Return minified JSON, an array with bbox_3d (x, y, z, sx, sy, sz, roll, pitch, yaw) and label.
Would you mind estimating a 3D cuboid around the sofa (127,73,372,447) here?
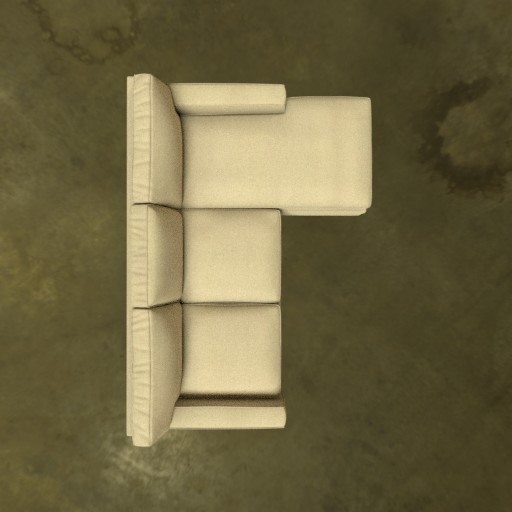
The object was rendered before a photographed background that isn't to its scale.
[{"bbox_3d":[0.000,0.000,2.795,1.496,0.861,2.087,0,90,0],"label":"sofa"}]
